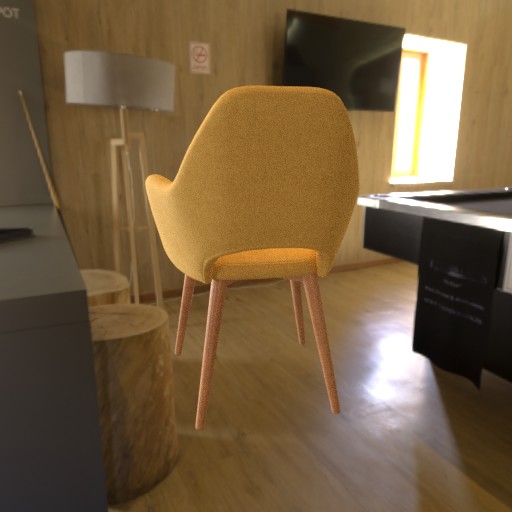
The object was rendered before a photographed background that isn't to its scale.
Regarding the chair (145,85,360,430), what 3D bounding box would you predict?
[{"bbox_3d":[0.000,0.000,1.257,0.590,0.840,0.610,-3,14,-11],"label":"chair"}]
